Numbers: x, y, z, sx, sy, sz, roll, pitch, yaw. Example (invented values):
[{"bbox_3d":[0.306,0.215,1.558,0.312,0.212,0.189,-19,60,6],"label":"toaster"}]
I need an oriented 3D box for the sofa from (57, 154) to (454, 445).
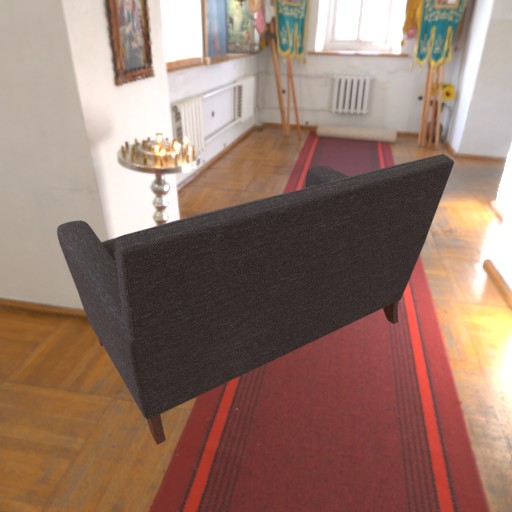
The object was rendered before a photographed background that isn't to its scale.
[{"bbox_3d":[0.000,0.000,2.033,1.509,0.905,0.867,-18,34,-29],"label":"sofa"}]
